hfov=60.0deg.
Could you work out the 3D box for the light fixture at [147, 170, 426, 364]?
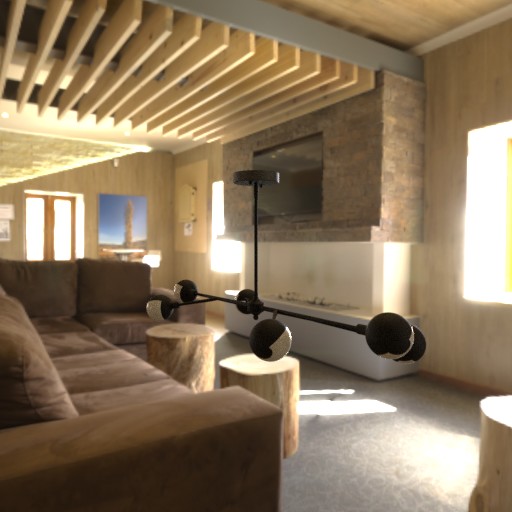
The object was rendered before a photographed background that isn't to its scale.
[{"bbox_3d":[0.000,0.000,0.980,0.434,0.362,0.778,-1,2,-18],"label":"light fixture"}]
